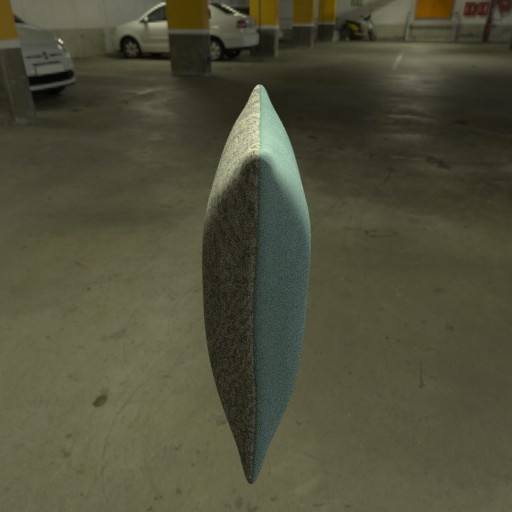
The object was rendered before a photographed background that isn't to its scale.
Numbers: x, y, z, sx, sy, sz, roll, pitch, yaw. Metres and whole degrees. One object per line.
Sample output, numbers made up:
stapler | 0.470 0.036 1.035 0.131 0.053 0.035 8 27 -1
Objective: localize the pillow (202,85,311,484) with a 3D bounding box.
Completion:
pillow | 0.000 0.000 0.781 0.166 0.507 0.526 0 28 0
